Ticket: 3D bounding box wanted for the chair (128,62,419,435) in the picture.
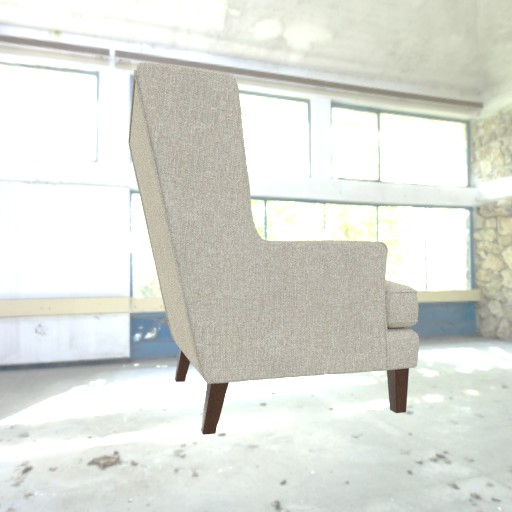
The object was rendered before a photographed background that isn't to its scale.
[{"bbox_3d":[0.000,0.000,1.726,0.948,1.082,0.764,1,-2,-17],"label":"chair"}]
